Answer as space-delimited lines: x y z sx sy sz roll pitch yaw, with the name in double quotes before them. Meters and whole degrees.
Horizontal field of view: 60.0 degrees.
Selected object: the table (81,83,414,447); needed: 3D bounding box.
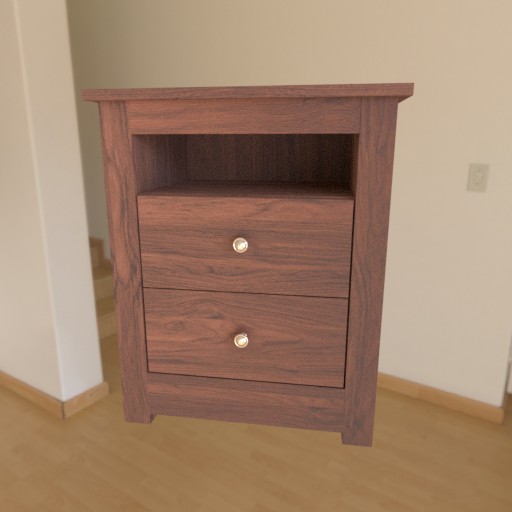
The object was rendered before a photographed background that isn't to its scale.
"table" 0.000 0.000 1.050 0.589 0.711 0.406 2 15 9
